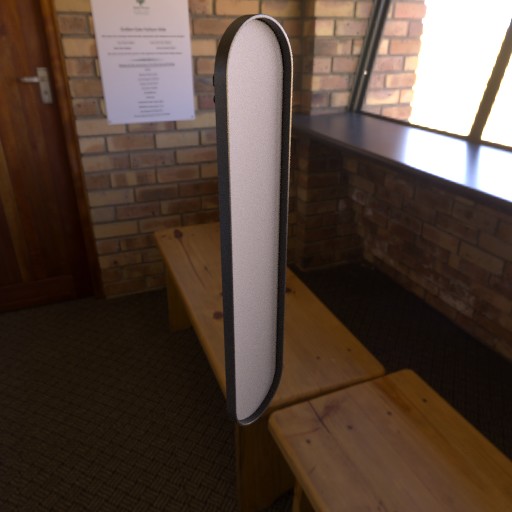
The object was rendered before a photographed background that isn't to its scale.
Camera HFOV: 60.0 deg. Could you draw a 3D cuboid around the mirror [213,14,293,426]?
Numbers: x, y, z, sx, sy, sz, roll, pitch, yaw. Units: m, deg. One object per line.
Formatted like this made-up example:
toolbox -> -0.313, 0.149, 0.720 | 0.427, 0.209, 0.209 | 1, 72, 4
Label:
mirror -> 0.000, 0.000, 1.034 | 0.032, 0.991, 0.222 | 18, 31, 32
